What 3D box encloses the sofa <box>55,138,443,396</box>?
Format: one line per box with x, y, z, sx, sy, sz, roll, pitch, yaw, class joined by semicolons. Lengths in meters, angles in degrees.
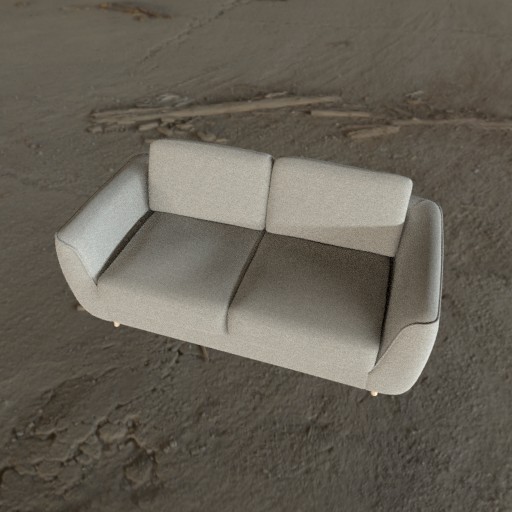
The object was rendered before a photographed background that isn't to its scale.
0.000;0.000;2.211;1.700;0.850;0.920;12;43;13;sofa
